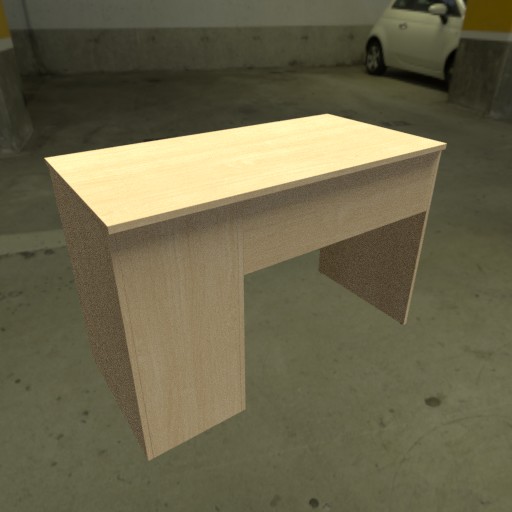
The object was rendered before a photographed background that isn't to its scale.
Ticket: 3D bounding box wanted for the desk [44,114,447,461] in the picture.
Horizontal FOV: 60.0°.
[{"bbox_3d":[0.000,0.000,1.526,1.097,0.735,0.560,-18,34,-30],"label":"desk"}]
